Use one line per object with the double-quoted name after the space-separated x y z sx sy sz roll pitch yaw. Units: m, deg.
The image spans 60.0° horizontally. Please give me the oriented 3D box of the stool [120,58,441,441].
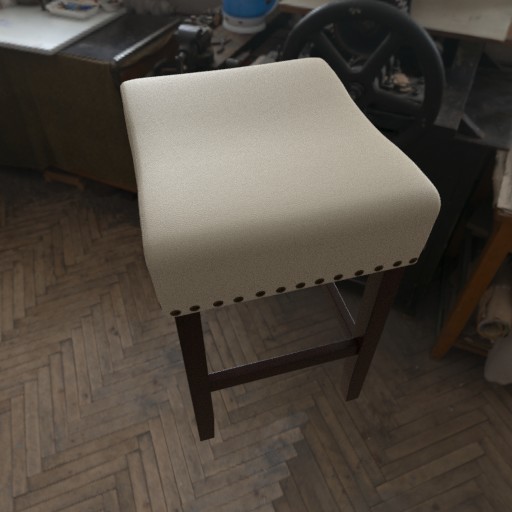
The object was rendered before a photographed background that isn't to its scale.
0.000 0.000 0.920 0.401 0.609 0.471 -12 48 -10 "stool"
